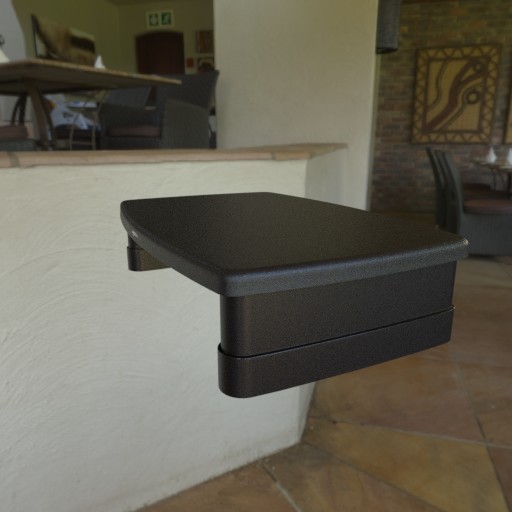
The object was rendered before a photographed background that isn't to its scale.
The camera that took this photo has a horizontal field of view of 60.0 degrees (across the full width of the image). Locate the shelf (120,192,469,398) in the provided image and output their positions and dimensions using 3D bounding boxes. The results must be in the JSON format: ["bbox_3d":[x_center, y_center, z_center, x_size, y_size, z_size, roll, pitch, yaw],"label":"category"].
[{"bbox_3d":[0.000,0.000,0.527,0.280,0.100,0.410,-7,17,-25],"label":"shelf"}]
